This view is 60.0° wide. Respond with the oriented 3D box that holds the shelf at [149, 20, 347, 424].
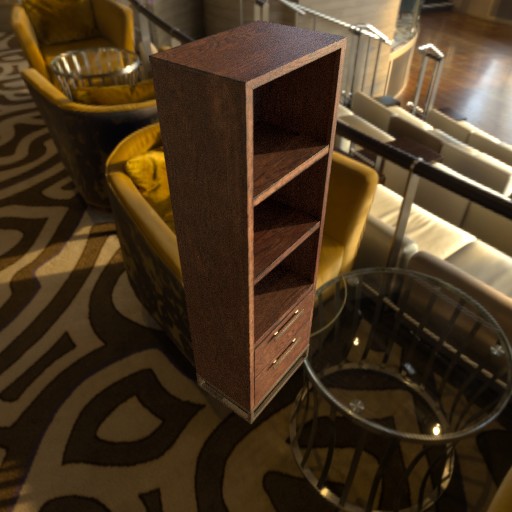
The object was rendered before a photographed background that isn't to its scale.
[{"bbox_3d":[0.000,0.000,1.952,0.395,1.732,0.539,27,48,28],"label":"shelf"}]
